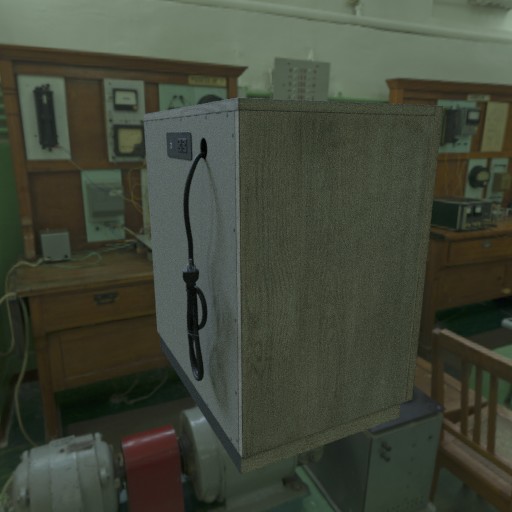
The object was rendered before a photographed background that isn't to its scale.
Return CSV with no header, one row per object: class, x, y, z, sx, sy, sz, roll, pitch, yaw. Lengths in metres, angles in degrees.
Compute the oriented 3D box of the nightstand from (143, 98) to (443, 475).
nightstand,0.000,0.000,1.077,0.483,0.673,0.612,-7,17,-26
